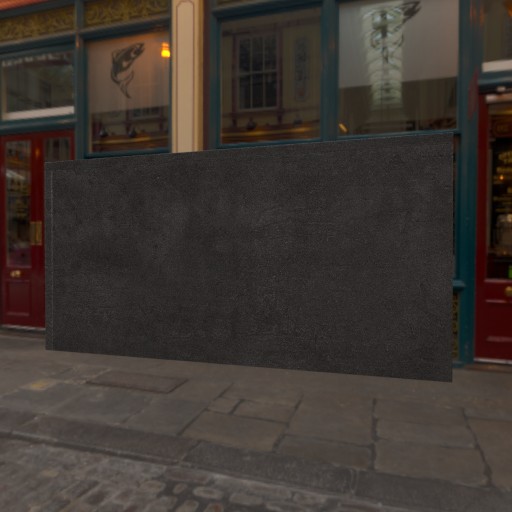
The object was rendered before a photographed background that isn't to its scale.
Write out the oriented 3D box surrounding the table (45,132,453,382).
[{"bbox_3d":[0.000,0.000,0.913,0.700,0.350,0.400,0,0,17],"label":"table"}]
